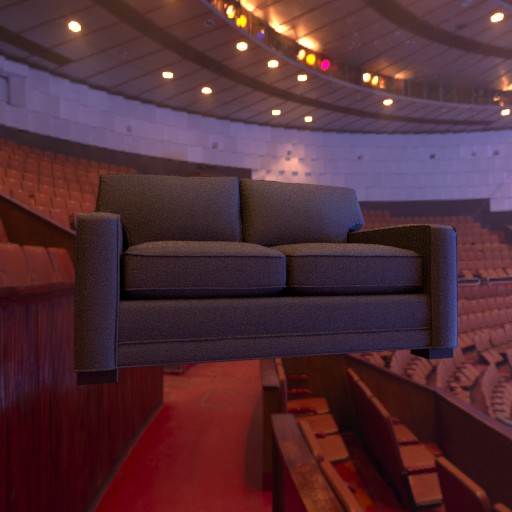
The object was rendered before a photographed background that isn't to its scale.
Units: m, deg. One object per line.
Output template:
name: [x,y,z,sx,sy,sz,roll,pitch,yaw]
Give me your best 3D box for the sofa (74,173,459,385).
sofa: [0.000,0.000,2.132,1.534,0.887,0.974,0,-1,-17]
